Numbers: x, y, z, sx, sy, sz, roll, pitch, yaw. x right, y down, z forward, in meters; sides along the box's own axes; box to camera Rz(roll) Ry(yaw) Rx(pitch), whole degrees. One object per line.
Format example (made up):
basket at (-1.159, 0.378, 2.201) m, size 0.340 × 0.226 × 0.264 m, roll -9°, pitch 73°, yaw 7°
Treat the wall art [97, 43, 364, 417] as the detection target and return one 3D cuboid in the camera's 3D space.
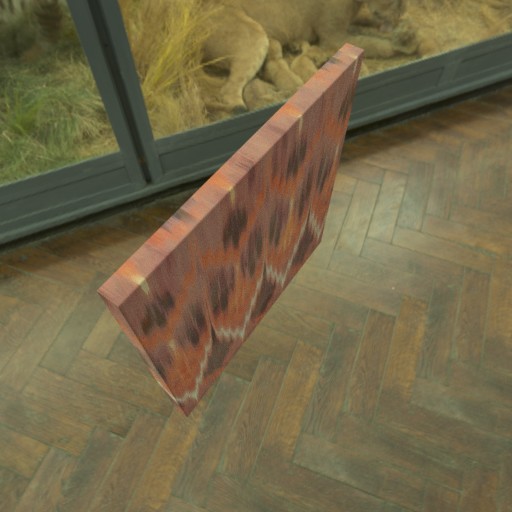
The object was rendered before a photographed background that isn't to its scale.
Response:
wall art at (0.000, 0.000, 0.908) m, size 0.037 × 0.609 × 0.603 m, roll 31°, pitch 63°, yaw 18°
